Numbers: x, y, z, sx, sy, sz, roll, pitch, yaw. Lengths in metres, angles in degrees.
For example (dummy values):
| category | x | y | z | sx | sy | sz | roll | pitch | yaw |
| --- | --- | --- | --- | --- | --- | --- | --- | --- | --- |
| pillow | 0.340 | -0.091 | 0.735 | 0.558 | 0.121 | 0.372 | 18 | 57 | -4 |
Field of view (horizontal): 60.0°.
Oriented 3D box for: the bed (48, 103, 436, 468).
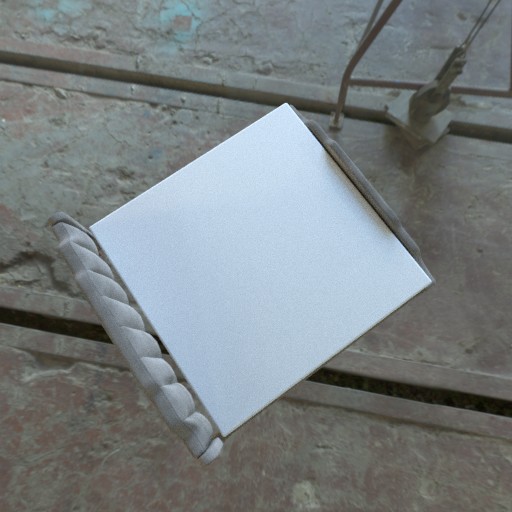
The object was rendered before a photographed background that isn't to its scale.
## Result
| category | x | y | z | sx | sy | sz | roll | pitch | yaw |
| --- | --- | --- | --- | --- | --- | --- | --- | --- | --- |
| bed | 0.000 | 0.000 | 3.604 | 2.340 | 1.245 | 2.074 | -34 | 79 | -8 |
